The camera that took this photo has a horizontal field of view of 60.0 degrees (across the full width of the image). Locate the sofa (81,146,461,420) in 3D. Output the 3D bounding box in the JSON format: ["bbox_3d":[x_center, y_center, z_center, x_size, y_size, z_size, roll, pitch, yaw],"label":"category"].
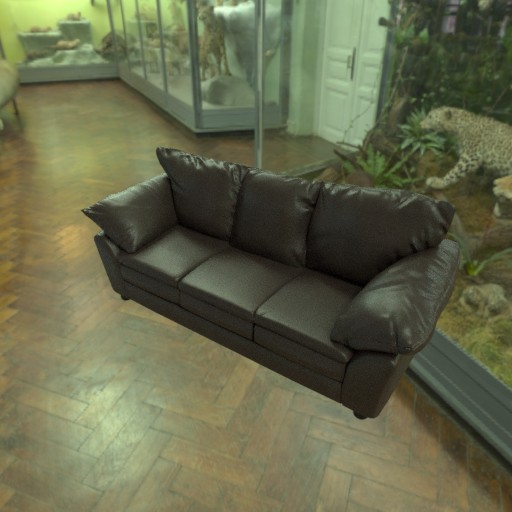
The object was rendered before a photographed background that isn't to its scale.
[{"bbox_3d":[0.000,0.000,2.883,2.390,1.091,0.907,19,35,30],"label":"sofa"}]
